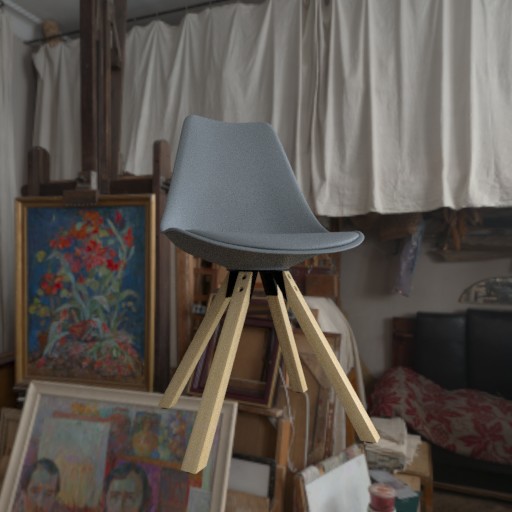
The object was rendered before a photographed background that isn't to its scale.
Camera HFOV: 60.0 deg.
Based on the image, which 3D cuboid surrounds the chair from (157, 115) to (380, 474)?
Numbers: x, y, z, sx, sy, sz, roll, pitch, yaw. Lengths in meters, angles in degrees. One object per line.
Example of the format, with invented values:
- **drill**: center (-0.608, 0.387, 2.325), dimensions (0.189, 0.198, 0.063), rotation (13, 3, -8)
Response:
- **chair**: center (0.000, 0.000, 1.152), dimensions (0.485, 0.850, 0.549), rotation (0, 1, -19)
